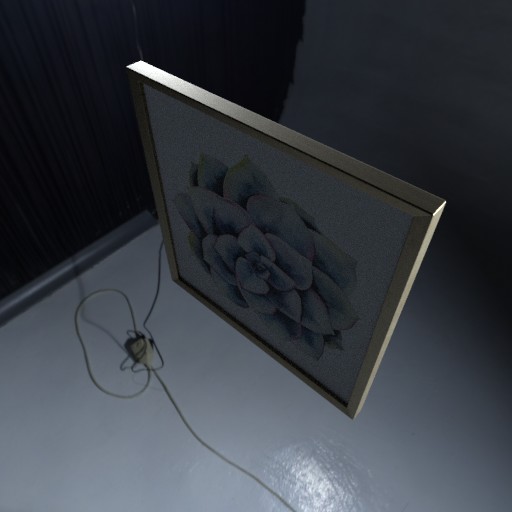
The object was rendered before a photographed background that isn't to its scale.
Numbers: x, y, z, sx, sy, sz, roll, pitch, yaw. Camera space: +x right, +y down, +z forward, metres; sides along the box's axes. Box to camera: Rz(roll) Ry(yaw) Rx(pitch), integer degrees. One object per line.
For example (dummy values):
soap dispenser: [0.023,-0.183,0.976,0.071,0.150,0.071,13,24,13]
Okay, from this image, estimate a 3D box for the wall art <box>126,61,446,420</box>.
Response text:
wall art: [0.000,0.000,0.751,0.503,0.506,0.030,33,55,27]
